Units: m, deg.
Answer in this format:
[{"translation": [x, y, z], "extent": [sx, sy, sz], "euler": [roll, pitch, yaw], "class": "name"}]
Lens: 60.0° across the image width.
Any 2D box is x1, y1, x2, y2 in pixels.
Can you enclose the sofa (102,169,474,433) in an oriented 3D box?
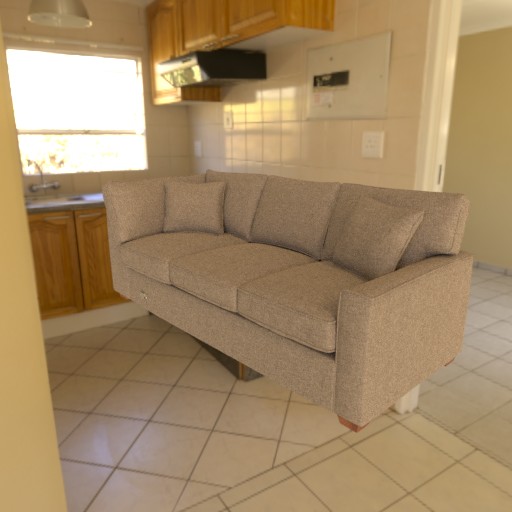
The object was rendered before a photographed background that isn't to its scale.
[{"translation": [0.000, 0.000, 2.858], "extent": [1.061, 0.962, 2.317], "euler": [-14, 21, -41], "class": "sofa"}]
